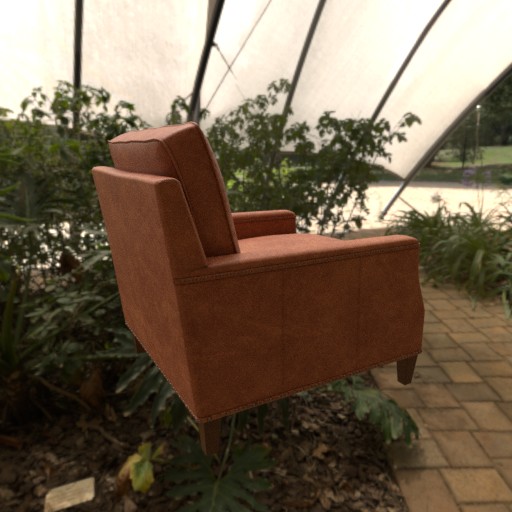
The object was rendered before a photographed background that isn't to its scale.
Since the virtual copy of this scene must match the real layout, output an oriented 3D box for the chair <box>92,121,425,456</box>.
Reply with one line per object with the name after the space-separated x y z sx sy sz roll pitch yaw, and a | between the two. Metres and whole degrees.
0.000 0.000 1.707 1.014 0.943 0.853 -8 16 -29 | chair
